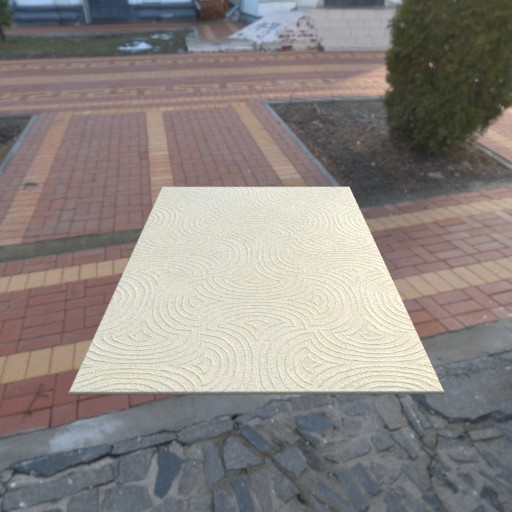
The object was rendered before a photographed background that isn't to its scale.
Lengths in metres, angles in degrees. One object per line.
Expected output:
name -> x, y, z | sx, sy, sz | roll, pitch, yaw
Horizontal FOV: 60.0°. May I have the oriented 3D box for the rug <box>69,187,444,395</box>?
rug -> 0.000, 0.000, 2.705 | 1.526, 0.015, 2.132 | 0, 32, 0
